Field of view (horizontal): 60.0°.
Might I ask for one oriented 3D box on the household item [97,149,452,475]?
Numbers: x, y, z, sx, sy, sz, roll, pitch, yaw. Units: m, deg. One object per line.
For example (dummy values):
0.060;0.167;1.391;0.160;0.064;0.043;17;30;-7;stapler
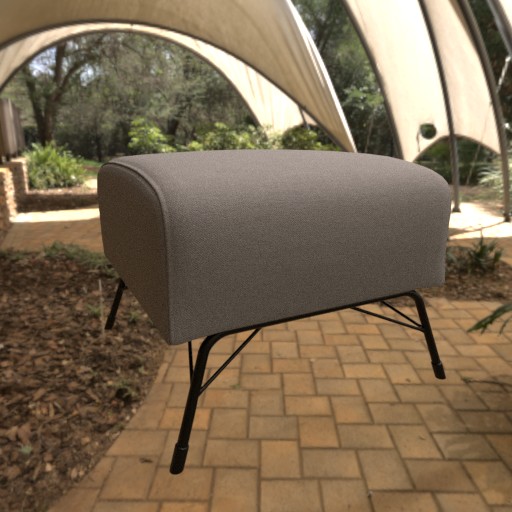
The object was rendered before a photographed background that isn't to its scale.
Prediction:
0.000;0.000;0.878;0.530;0.410;0.530;-8;17;-27;household item
